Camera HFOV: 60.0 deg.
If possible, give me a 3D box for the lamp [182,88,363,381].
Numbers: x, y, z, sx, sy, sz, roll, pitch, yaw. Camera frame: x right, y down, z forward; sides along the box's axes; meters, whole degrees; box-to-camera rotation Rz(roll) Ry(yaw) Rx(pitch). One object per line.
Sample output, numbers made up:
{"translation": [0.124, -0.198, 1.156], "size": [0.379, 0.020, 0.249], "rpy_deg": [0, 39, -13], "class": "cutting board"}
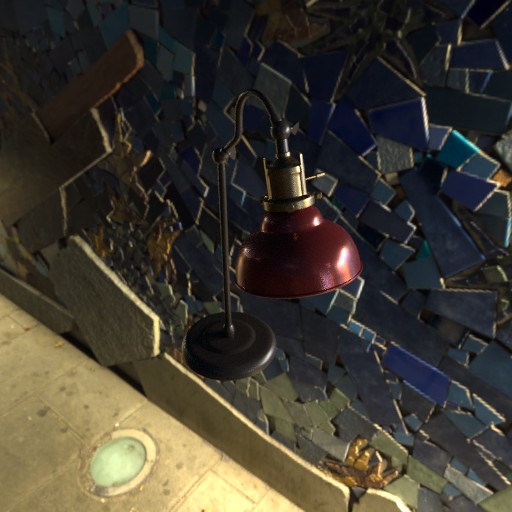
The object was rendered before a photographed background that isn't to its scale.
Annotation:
{"translation": [0.000, 0.000, 0.711], "size": [0.192, 0.508, 0.374], "rpy_deg": [-21, 36, -31], "class": "lamp"}
